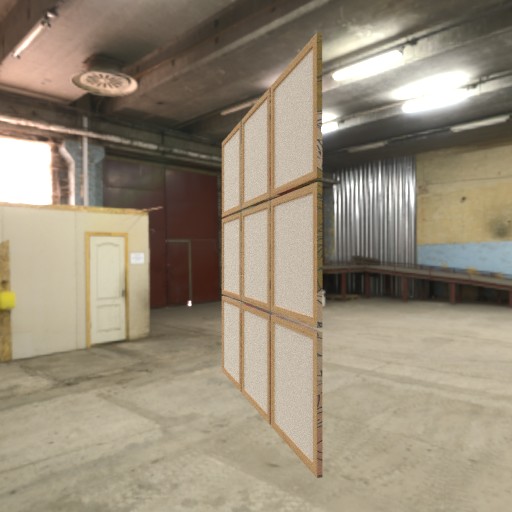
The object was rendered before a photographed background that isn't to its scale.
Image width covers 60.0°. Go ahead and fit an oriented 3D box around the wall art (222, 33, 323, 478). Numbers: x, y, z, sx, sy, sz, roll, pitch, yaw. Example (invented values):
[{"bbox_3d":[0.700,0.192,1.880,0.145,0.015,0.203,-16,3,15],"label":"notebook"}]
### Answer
[{"bbox_3d":[0.000,0.000,1.343,0.013,0.913,0.904,0,0,-17],"label":"wall art"}]
